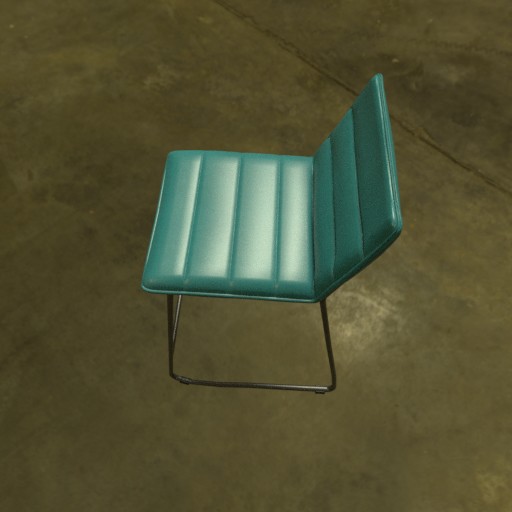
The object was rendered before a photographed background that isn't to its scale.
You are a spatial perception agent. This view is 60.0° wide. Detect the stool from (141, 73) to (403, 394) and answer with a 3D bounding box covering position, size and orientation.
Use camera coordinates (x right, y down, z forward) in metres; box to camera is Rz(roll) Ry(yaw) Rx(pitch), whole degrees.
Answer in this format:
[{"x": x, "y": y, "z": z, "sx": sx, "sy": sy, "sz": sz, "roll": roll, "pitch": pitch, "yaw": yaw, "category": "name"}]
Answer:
[{"x": 0.000, "y": 0.000, "z": 1.164, "sx": 0.524, "sy": 0.866, "sz": 0.489, "roll": 3, "pitch": 60, "yaw": 2, "category": "stool"}]
